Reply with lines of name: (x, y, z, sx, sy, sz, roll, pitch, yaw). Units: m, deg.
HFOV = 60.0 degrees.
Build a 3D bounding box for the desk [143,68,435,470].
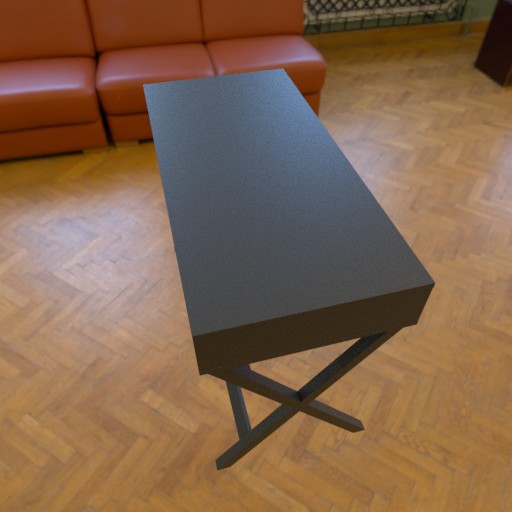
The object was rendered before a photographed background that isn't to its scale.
desk: (0.000, 0.000, 1.503, 0.525, 0.780, 1.057, -11, 47, -10)
